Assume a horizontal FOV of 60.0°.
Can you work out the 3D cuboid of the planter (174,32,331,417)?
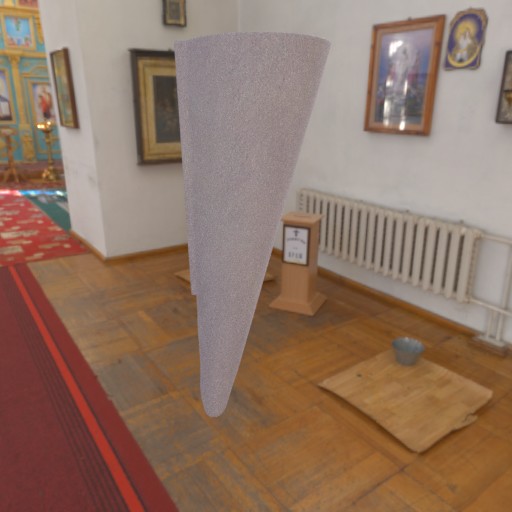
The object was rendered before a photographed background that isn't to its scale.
[{"bbox_3d":[0.000,0.000,0.297,0.087,0.259,0.078,3,17,9],"label":"planter"}]
